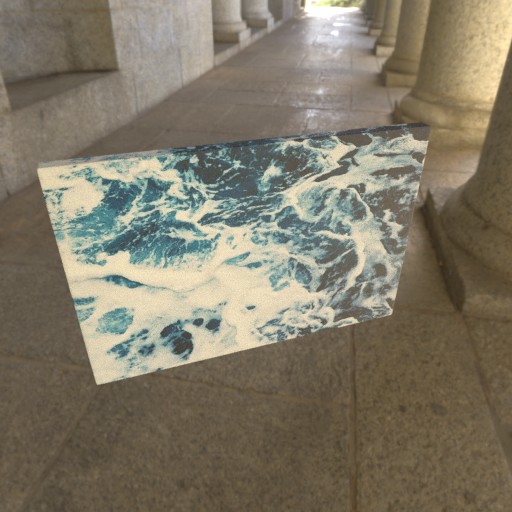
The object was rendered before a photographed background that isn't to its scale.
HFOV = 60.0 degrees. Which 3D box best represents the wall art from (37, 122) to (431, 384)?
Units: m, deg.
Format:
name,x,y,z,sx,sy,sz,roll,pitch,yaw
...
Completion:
name,x,y,z,sx,sy,sz,roll,pitch,yaw
wall art,0.000,0.000,1.163,0.915,0.610,0.042,-10,34,-16
